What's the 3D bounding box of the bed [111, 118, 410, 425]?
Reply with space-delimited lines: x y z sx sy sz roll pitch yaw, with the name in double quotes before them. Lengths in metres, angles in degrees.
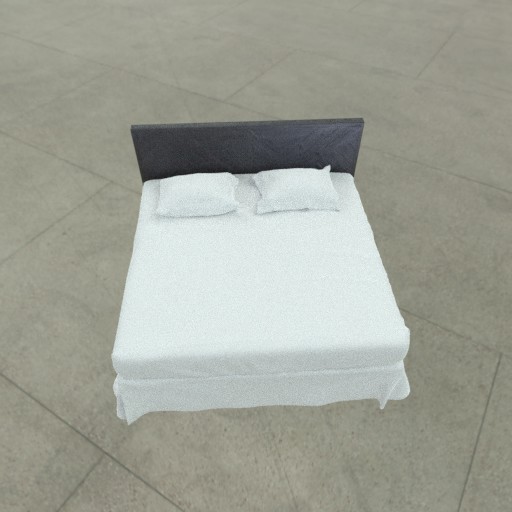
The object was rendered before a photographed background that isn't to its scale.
"bed" 0.000 0.000 3.532 2.255 1.158 2.165 -3 46 -2
